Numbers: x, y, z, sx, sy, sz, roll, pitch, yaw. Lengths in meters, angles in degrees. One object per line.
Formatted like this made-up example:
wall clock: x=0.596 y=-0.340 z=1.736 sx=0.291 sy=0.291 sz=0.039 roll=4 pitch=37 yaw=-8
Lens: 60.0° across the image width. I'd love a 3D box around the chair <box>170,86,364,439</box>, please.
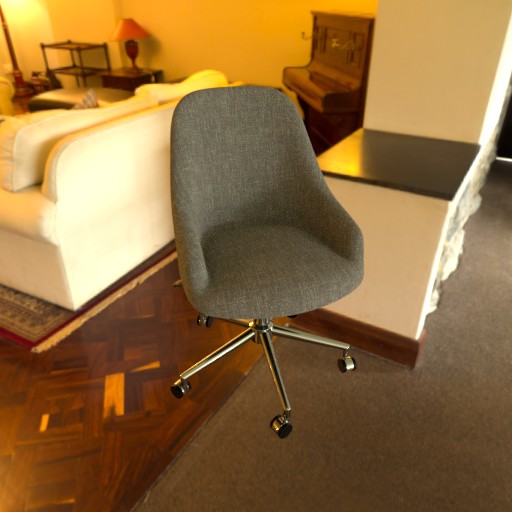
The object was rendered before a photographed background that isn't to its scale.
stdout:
chair: x=0.000 y=0.000 z=1.463 sx=0.671 sy=0.950 sz=0.712 roll=-10 pitch=32 yaw=-16
